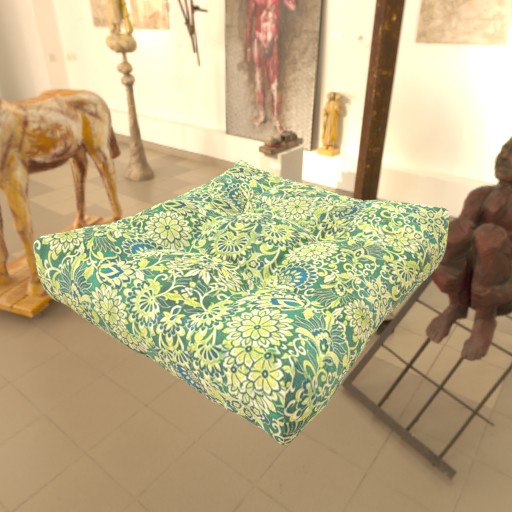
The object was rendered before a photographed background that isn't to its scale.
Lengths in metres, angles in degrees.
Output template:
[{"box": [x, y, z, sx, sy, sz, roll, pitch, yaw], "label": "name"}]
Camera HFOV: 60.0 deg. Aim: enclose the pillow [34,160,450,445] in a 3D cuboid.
[{"box": [0.000, 0.000, 0.703, 0.468, 0.128, 0.490, 21, 36, 32], "label": "pillow"}]
